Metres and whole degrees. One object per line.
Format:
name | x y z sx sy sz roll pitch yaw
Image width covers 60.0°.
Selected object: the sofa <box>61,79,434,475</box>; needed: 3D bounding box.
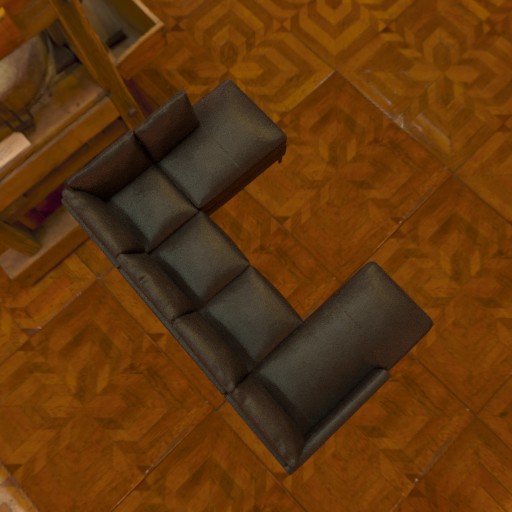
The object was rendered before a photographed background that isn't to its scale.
sofa | 0.000 0.000 3.890 1.939 0.900 2.956 -41 80 -9
